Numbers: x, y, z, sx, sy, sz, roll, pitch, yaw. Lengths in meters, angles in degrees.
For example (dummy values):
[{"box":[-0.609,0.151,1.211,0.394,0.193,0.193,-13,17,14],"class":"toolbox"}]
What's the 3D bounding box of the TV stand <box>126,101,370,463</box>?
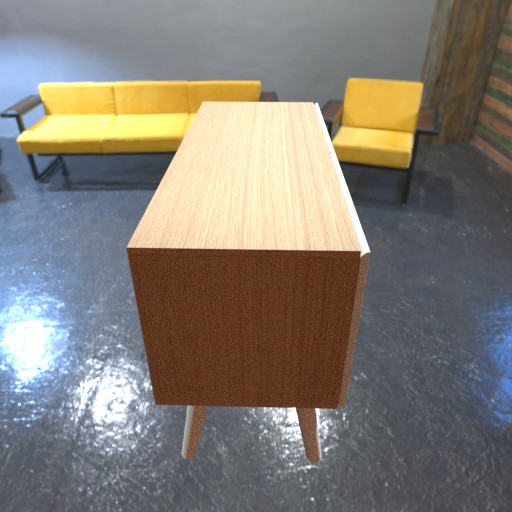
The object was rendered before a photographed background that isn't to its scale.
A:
[{"box":[0.000,0.000,1.330,0.407,0.660,0.991,1,33,1],"class":"TV stand"}]
